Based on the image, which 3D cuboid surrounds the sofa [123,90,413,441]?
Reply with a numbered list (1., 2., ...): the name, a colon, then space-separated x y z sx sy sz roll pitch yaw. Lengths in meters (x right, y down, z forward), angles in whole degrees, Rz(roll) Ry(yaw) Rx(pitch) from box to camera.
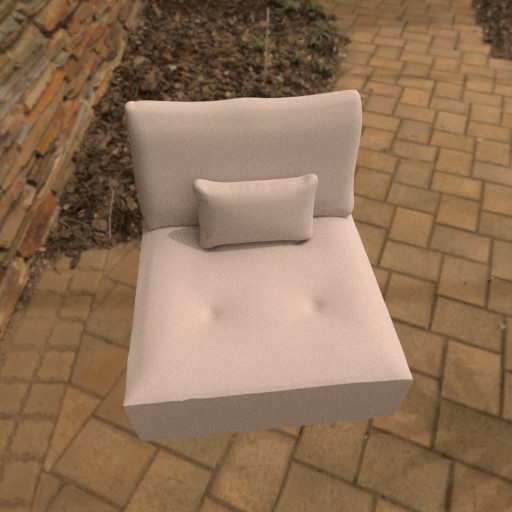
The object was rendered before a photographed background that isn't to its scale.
1. sofa: 0.000 0.000 1.662 0.935 0.828 1.000 -4 47 -4
